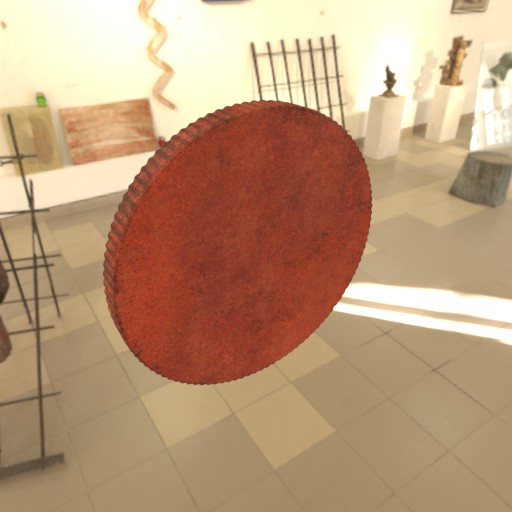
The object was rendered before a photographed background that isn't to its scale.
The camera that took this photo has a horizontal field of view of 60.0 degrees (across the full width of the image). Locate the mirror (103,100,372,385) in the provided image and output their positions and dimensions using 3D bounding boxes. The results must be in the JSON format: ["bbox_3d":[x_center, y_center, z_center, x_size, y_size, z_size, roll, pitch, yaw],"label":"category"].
[{"bbox_3d":[0.000,0.000,0.912,0.609,0.609,0.056,-19,36,-28],"label":"mirror"}]
